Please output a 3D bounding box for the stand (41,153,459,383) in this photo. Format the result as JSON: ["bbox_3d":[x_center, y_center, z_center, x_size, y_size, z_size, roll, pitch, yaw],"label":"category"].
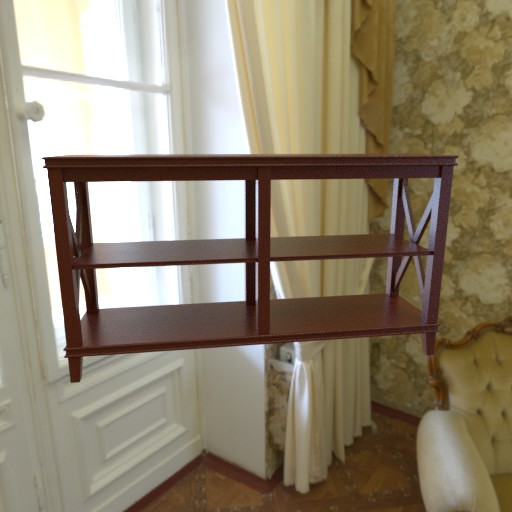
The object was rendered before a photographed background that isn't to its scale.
[{"bbox_3d":[0.000,0.000,1.714,1.372,0.762,0.381,-2,14,-9],"label":"stand"}]
